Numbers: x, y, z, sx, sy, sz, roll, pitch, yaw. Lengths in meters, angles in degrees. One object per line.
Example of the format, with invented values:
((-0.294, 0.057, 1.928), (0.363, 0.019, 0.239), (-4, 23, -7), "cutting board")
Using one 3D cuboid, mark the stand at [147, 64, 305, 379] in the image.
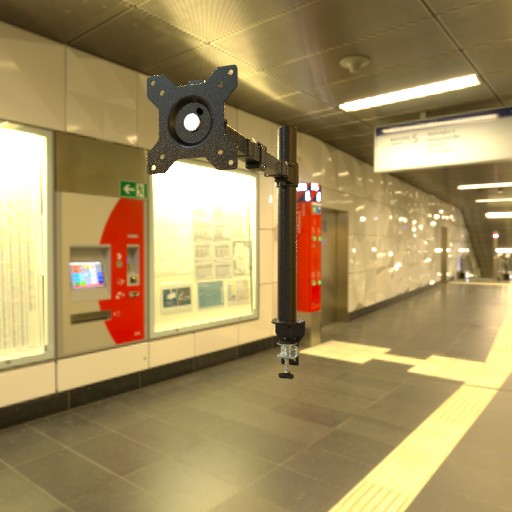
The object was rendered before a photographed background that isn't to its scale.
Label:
((0.000, 0.000, 0.722), (0.115, 0.510, 0.456), (0, 1, 19), "stand")
